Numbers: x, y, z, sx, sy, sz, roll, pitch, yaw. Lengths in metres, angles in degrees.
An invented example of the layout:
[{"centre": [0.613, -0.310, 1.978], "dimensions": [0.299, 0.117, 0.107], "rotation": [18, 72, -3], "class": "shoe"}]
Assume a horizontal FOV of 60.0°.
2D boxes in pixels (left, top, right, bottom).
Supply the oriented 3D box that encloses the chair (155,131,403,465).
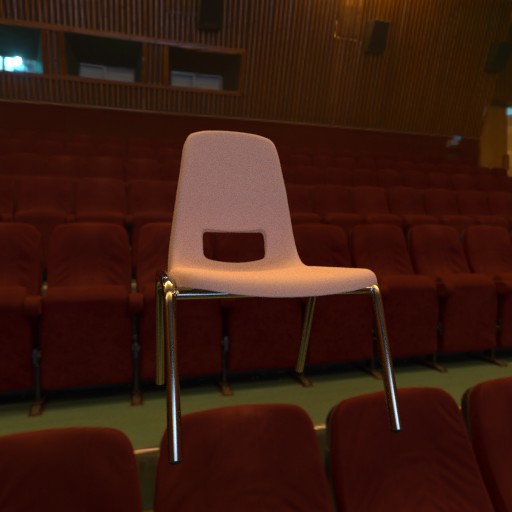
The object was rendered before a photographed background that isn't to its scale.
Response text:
[{"centre": [0.000, 0.000, 0.797], "dimensions": [0.354, 0.537, 0.385], "rotation": [0, 1, -17], "class": "chair"}]
